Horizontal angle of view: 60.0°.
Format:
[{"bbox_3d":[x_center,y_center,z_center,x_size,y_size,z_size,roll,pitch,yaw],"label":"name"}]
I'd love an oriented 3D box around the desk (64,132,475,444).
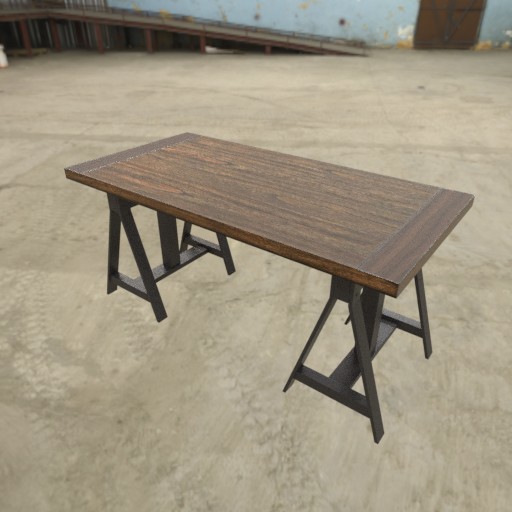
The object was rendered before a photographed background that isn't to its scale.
[{"bbox_3d":[0.000,0.000,2.003,1.543,0.725,0.784,21,36,31],"label":"desk"}]
